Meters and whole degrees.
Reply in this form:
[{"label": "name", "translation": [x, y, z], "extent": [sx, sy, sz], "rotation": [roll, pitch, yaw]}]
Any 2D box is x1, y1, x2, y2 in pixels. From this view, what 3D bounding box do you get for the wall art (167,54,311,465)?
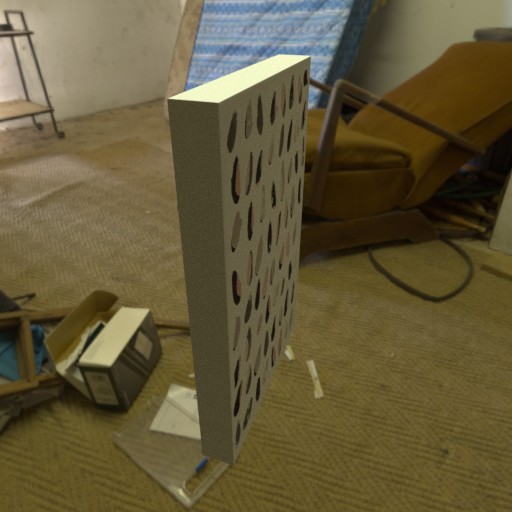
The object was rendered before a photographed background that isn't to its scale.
[{"label": "wall art", "translation": [0.000, 0.000, 0.492], "extent": [0.039, 0.381, 0.252], "rotation": [10, 33, 17]}]
